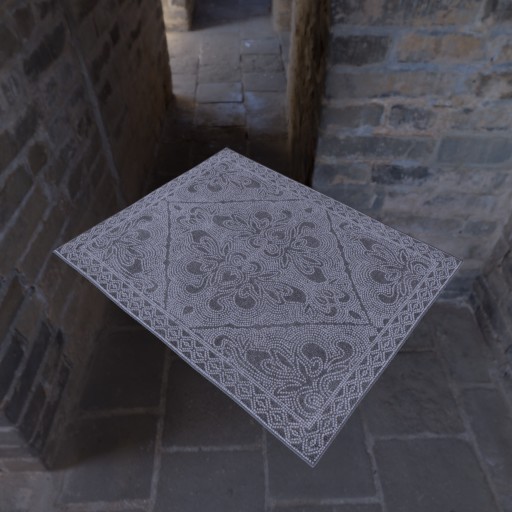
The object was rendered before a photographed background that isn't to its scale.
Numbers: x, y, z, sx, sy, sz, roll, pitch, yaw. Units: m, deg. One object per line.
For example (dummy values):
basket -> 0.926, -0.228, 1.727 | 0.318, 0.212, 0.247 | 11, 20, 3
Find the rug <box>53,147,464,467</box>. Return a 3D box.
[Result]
rug -> 0.000, 0.000, 4.168 | 3.048, 0.012, 2.438 | 32, 53, 27
